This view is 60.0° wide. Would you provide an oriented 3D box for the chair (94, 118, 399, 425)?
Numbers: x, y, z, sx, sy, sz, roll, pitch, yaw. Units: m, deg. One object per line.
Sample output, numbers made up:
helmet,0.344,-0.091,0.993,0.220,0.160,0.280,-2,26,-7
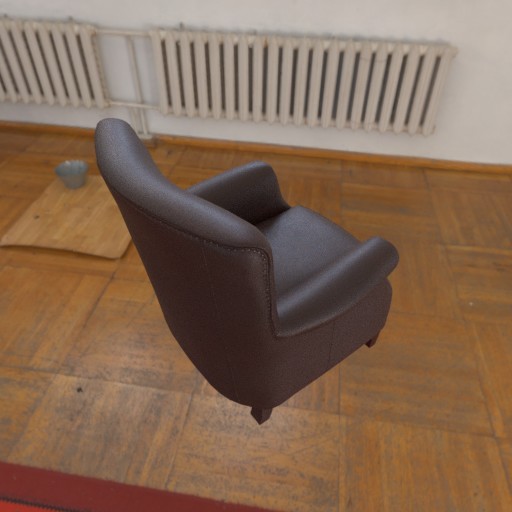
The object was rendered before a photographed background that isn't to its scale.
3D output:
chair,0.000,0.000,1.333,0.746,0.800,0.700,-25,47,-27
